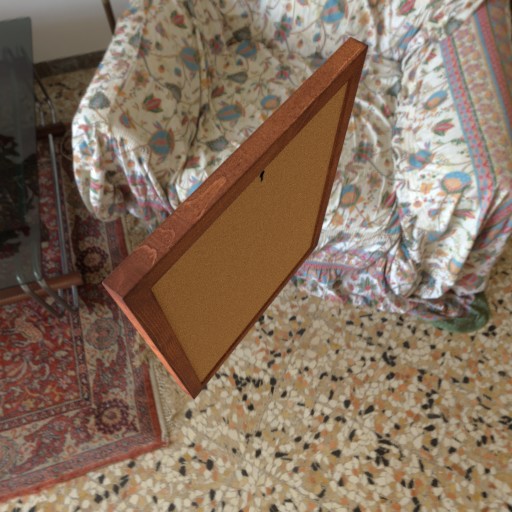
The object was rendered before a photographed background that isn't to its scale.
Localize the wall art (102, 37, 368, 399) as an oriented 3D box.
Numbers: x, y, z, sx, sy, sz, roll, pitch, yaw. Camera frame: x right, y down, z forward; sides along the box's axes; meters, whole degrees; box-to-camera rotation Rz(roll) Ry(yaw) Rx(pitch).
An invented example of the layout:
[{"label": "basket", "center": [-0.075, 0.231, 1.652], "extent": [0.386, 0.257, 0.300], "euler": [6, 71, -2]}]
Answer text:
[{"label": "wall art", "center": [0.000, 0.000, 0.762], "extent": [0.030, 0.558, 0.462], "euler": [34, 68, 16]}]
